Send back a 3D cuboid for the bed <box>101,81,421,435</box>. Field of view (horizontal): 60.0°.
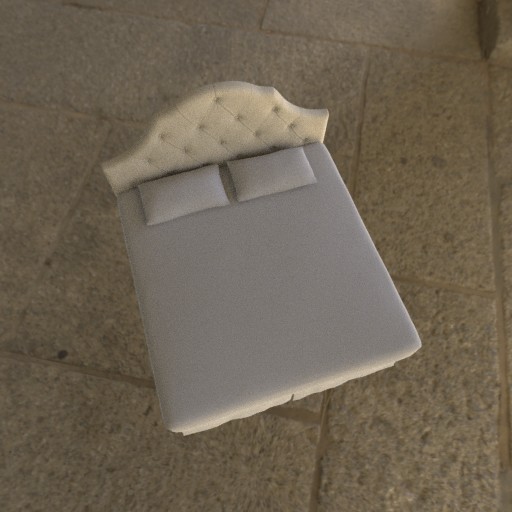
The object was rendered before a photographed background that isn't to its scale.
[{"bbox_3d":[0.000,0.000,3.417,2.012,1.555,2.086,-16,65,-8],"label":"bed"}]
